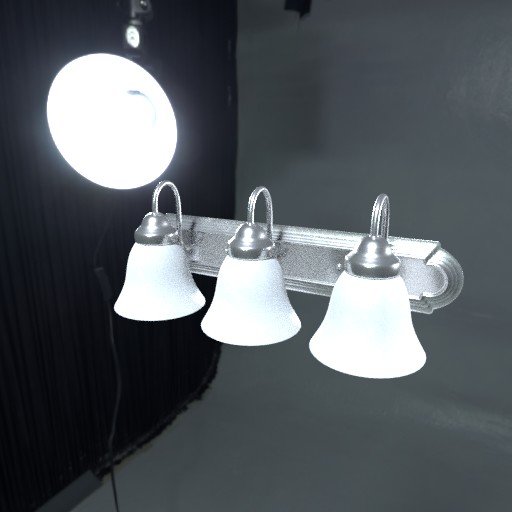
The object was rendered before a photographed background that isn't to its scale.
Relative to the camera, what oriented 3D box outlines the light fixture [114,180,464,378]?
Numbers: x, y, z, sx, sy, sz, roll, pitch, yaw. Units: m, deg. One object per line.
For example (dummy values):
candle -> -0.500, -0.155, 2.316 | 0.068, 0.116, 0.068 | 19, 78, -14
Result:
light fixture -> 0.000, 0.000, 0.721 | 0.610, 0.222, 0.199 | 8, 17, 27
